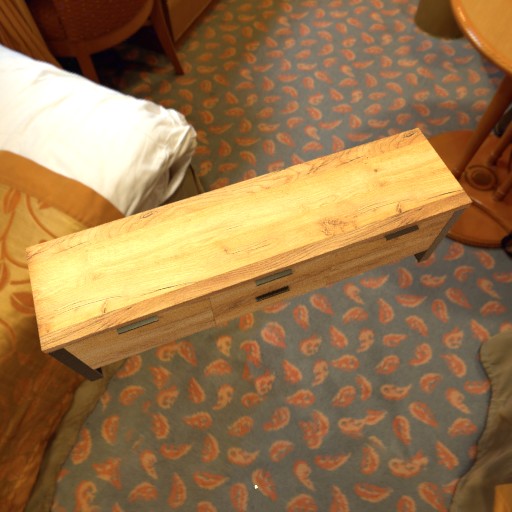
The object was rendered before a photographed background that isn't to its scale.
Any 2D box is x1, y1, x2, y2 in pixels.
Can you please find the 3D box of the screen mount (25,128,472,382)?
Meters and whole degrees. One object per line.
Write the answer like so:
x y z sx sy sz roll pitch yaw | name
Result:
0.000 0.000 1.742 1.524 0.450 0.395 -19 64 -9 | screen mount
